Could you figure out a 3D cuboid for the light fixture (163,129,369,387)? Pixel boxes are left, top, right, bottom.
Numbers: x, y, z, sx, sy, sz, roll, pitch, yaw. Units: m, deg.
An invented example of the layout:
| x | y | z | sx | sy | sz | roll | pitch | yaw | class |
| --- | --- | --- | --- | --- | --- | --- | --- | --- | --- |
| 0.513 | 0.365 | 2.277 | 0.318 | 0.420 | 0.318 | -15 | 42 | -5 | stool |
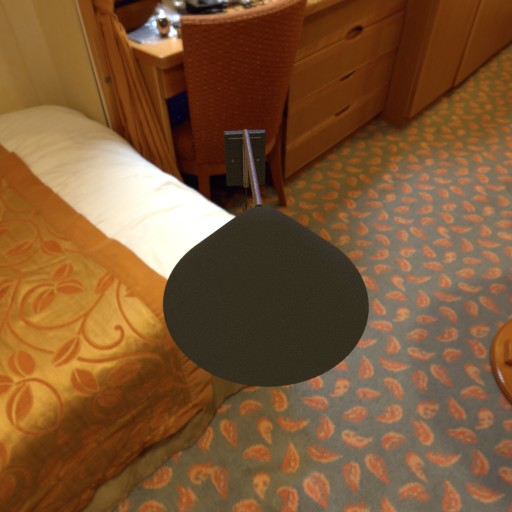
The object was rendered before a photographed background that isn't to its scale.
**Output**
| x | y | z | sx | sy | sz | roll | pitch | yaw | class |
| --- | --- | --- | --- | --- | --- | --- | --- | --- | --- |
| 0.000 | 0.000 | 0.676 | 0.240 | 0.312 | 0.516 | -3 | 46 | -3 | light fixture |
